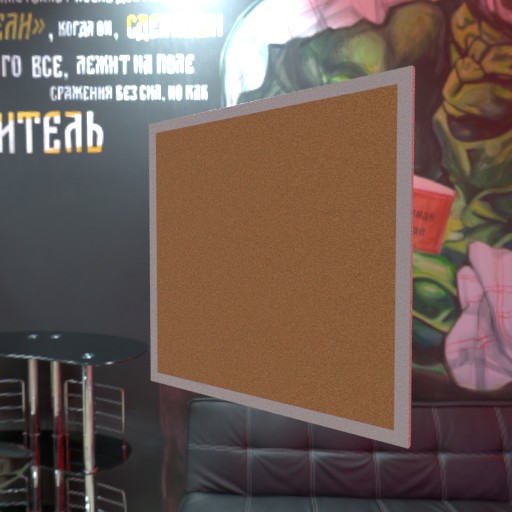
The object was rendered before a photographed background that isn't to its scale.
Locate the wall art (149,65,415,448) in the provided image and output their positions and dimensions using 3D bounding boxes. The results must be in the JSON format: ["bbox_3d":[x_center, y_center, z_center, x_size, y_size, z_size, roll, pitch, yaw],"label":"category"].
[{"bbox_3d":[0.000,0.000,0.663,0.456,0.457,0.009,1,2,35],"label":"wall art"}]
